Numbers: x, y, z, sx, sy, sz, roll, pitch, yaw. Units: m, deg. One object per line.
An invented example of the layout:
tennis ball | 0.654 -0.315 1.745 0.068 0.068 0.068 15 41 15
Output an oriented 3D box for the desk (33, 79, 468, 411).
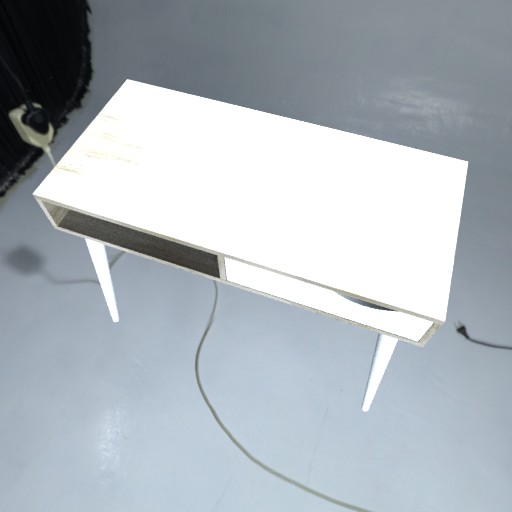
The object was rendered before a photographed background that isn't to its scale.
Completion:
desk | 0.000 0.000 1.404 0.979 0.723 0.491 17 59 11
